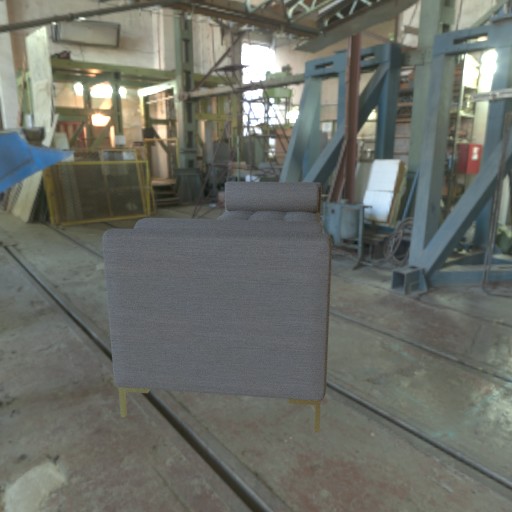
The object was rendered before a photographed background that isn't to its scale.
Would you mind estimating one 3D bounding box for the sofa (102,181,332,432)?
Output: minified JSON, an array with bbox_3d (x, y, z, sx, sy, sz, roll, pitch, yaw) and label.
[{"bbox_3d":[0.000,0.000,2.298,0.686,0.635,1.981,2,14,7],"label":"sofa"}]
